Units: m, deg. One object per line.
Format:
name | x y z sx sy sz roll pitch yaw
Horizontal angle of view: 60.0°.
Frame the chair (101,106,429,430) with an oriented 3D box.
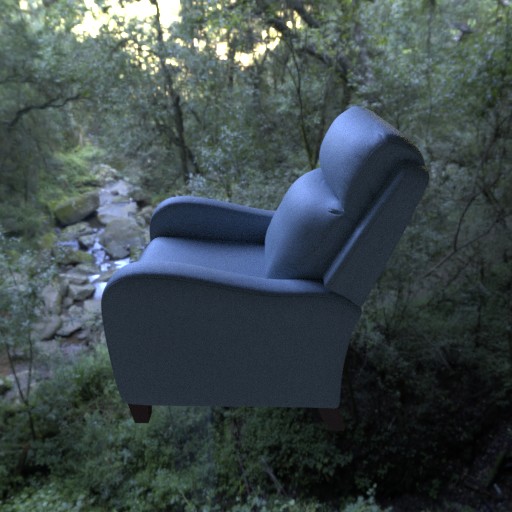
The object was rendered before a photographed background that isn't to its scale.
chair | 0.000 0.000 1.726 0.988 1.067 0.785 1 26 1
